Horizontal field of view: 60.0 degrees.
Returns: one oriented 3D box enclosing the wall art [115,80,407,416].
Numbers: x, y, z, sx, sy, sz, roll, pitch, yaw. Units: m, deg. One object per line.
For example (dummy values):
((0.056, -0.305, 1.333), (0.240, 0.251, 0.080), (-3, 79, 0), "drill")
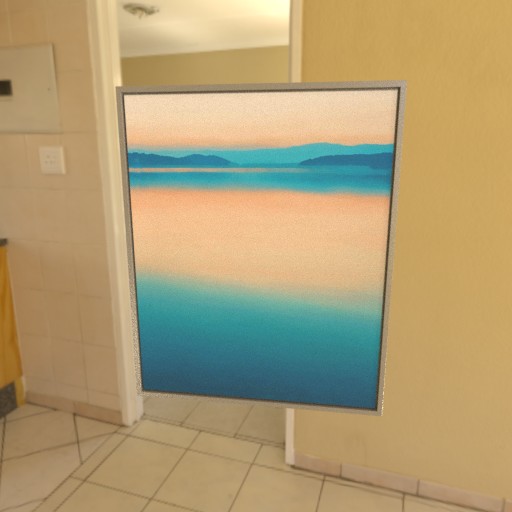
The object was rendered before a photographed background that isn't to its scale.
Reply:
((0.000, 0.000, 0.763), (0.453, 0.554, 0.037), (2, 14, 8), "wall art")
